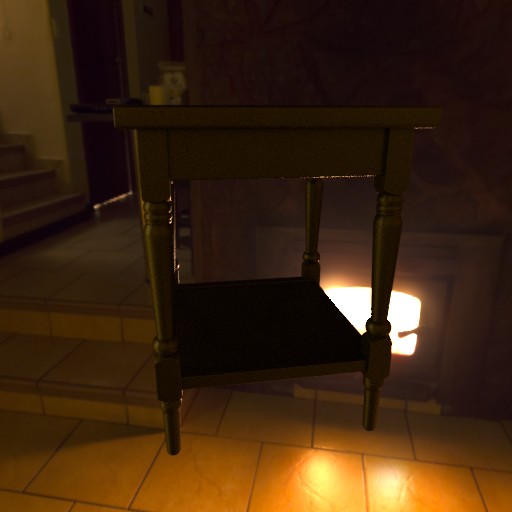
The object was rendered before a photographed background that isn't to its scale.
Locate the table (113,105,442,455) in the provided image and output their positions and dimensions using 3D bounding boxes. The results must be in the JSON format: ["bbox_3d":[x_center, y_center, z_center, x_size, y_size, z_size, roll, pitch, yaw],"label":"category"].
[{"bbox_3d":[0.000,0.000,0.892,0.442,0.565,0.488,-3,18,-9],"label":"table"}]
